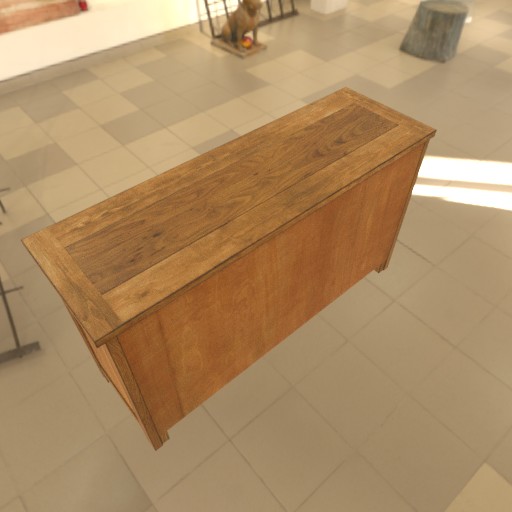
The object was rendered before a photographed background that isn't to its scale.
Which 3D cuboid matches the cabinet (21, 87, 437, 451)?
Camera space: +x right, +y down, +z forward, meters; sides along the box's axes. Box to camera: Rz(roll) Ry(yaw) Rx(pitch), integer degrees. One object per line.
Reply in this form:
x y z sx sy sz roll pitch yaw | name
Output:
0.000 0.000 1.841 1.474 0.813 0.480 -33 55 -26 | cabinet
